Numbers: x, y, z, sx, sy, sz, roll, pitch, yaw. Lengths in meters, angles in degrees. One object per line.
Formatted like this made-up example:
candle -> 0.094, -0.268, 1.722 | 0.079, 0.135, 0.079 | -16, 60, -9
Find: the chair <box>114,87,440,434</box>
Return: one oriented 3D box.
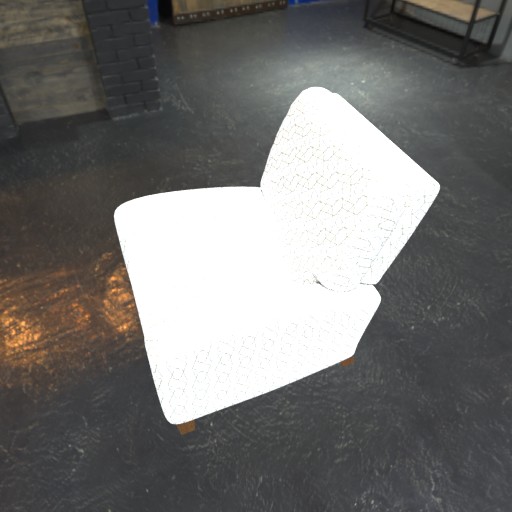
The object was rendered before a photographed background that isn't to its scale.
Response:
chair -> 0.000, 0.000, 1.763 | 0.995, 1.064, 0.796 | -15, 48, -15
